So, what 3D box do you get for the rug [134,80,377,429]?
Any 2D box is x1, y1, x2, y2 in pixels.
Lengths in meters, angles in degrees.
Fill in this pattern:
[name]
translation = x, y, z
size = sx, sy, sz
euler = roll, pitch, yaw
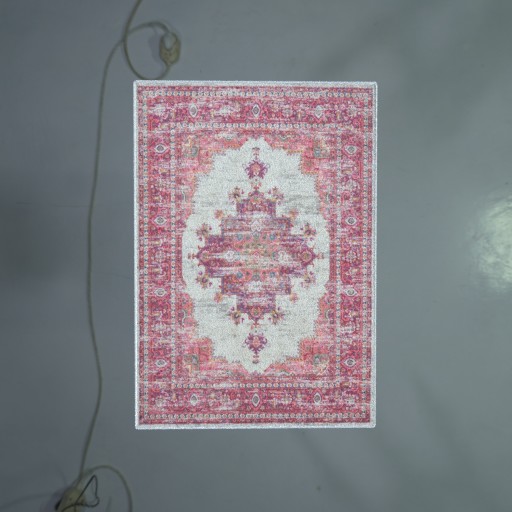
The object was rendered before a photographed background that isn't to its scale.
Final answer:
[rug]
translation = 0.000, 0.000, 2.232
size = 1.217, 0.011, 1.747
euler = 0, 91, -1
